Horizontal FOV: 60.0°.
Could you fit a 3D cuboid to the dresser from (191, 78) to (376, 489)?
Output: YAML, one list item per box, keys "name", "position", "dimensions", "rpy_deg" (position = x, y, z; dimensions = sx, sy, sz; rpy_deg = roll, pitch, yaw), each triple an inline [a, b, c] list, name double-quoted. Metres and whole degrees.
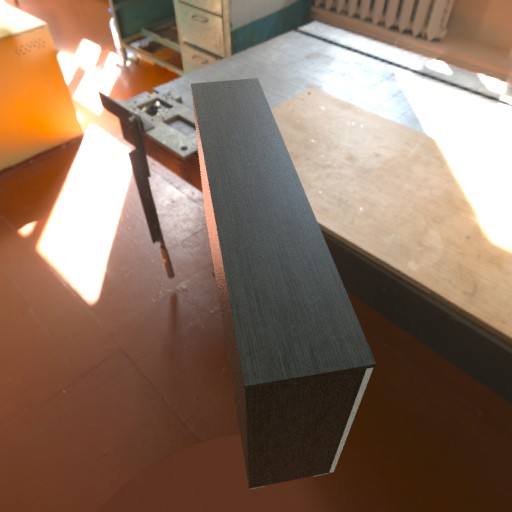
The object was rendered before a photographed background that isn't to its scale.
- name: "dresser"
  position: [0.000, 0.000, 1.841]
  dimensions: [0.333, 0.790, 1.535]
  rpy_deg: [-8, 47, -7]
